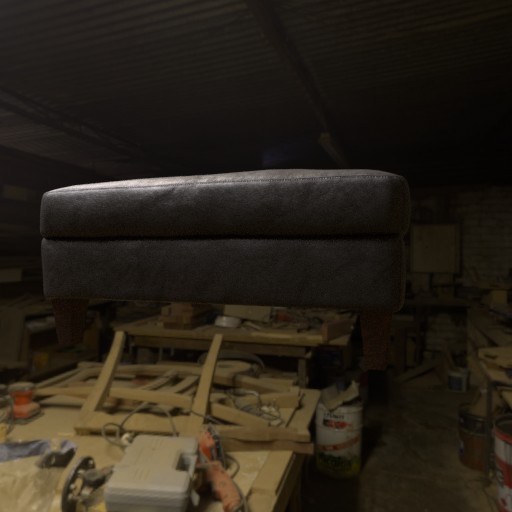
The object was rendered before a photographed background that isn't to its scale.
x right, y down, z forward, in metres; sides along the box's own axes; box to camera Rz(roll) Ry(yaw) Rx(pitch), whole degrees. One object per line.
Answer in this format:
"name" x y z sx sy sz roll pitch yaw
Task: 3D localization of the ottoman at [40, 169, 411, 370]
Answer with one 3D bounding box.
"ottoman" 0.000 0.000 1.299 0.836 0.415 0.844 0 1 17
